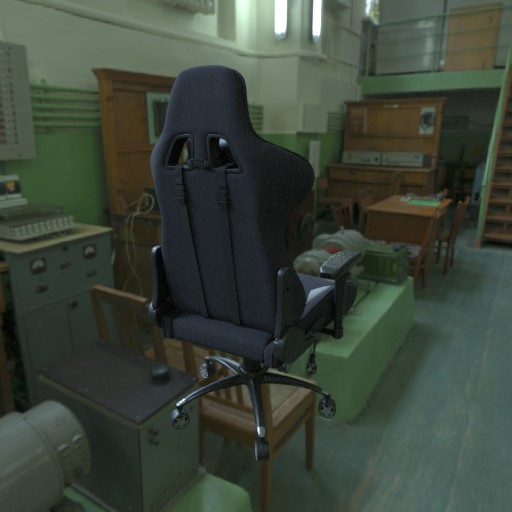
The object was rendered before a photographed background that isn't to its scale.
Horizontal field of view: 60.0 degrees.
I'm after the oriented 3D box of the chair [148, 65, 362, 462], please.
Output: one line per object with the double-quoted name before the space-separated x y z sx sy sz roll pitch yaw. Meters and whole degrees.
"chair" 0.000 0.000 1.713 0.730 1.300 0.695 9 19 28
